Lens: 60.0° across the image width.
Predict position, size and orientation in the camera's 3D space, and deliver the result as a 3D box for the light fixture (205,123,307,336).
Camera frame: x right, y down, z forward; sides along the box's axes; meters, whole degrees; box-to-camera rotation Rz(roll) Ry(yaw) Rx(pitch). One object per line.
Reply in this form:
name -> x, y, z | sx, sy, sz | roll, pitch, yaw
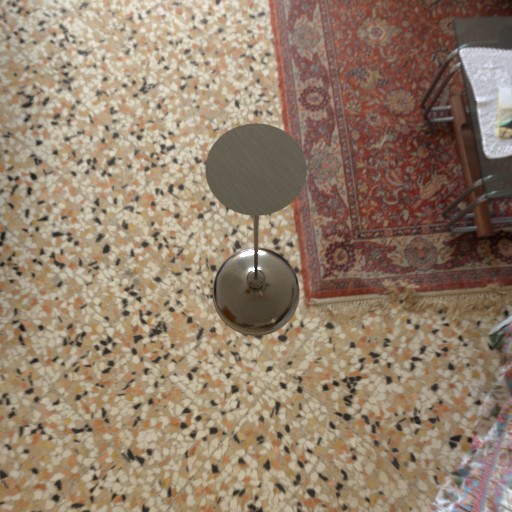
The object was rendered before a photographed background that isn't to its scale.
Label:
light fixture -> 0.000, 0.000, 1.073 | 0.299, 0.935, 0.299 | -39, 78, -10
